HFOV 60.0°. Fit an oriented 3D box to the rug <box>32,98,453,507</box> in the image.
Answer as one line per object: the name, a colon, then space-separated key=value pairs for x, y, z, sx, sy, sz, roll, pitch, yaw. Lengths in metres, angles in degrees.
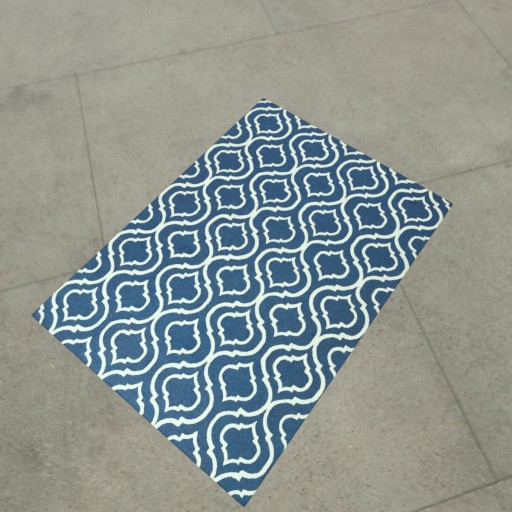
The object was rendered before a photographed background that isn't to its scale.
rug: x=0.000 y=0.000 z=2.649 sx=1.524 sy=0.010 sz=2.134 roll=35 pitch=68 yaw=17
